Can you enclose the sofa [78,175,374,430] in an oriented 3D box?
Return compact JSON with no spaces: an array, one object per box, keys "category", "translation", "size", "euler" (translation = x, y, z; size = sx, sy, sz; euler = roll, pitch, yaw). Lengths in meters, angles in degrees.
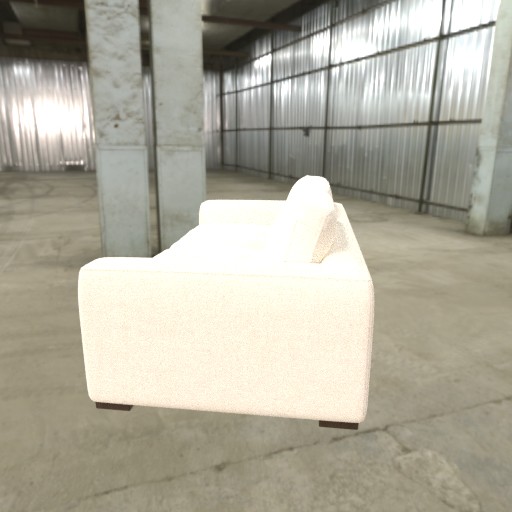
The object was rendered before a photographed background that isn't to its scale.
[{"category":"sofa","translation":[0.000,0.000,2.451],"size":[1.069,0.801,1.920],"euler":[2,15,7]}]
